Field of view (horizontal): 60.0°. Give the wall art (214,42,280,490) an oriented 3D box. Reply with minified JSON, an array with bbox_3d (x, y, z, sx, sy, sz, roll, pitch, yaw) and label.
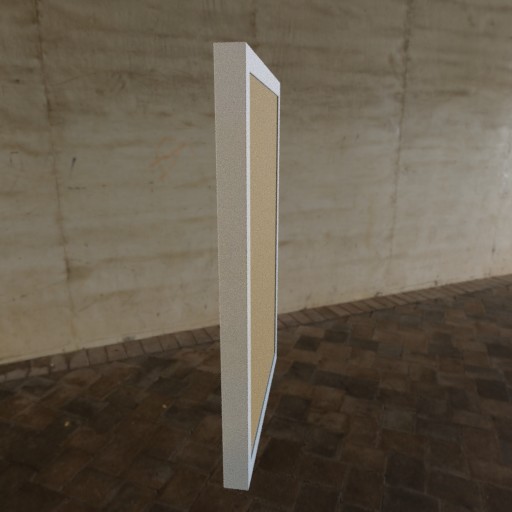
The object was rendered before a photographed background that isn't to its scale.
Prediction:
[{"bbox_3d":[0.000,0.000,0.776,0.038,0.611,0.408,2,15,8],"label":"wall art"}]
